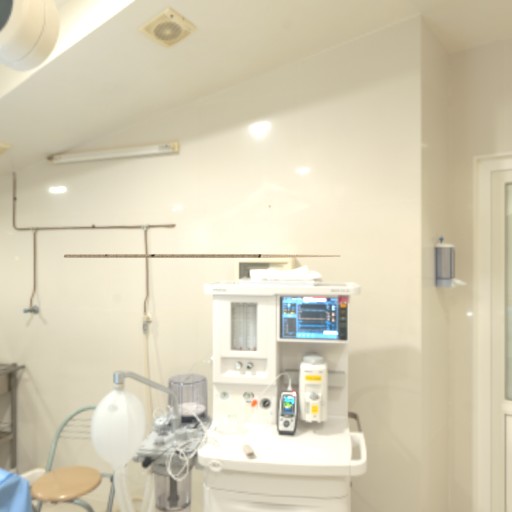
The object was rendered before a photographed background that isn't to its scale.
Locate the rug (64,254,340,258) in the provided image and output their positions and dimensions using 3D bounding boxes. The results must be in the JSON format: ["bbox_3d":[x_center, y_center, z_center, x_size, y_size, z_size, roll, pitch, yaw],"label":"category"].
[{"bbox_3d":[0.000,0.000,2.702,0.762,0.012,2.438,0,0,17],"label":"rug"}]
